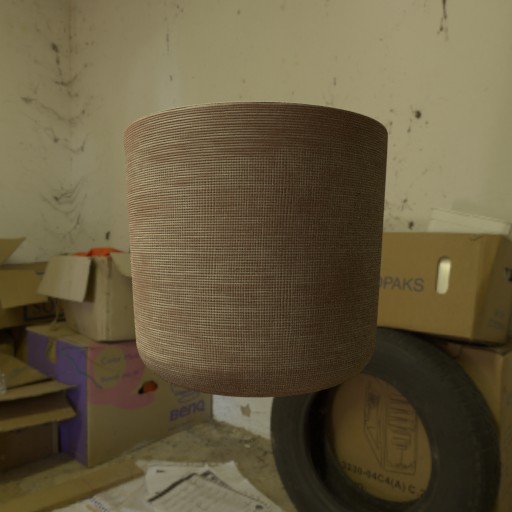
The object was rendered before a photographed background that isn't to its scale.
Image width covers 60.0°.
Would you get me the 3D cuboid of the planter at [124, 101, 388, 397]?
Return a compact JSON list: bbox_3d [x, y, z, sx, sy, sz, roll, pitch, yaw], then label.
[{"bbox_3d":[0.000,0.000,0.776,0.440,0.398,0.440,0,2,0],"label":"planter"}]
